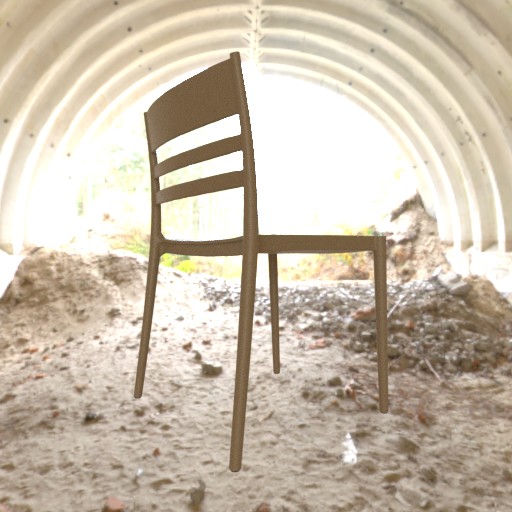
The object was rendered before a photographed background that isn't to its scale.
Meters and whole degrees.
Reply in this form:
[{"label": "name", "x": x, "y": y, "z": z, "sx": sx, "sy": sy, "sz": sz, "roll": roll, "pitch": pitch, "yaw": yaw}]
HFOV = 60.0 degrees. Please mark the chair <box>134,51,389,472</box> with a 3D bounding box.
[{"label": "chair", "x": 0.000, "y": 0.000, "z": 1.172, "sx": 0.511, "sy": 0.800, "sz": 0.531, "roll": 0, "pitch": 1, "yaw": -35}]
